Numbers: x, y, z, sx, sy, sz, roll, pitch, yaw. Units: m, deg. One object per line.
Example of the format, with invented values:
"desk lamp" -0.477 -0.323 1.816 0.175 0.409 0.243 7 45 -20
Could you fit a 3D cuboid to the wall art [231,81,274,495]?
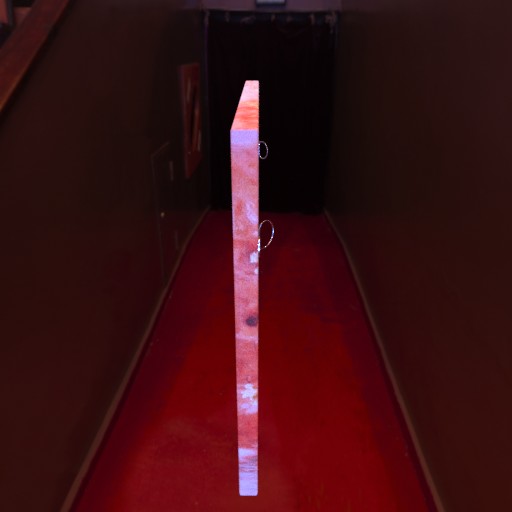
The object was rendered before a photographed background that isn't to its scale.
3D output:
"wall art" 0.000 0.000 1.092 0.064 0.746 0.747 0 26 0
